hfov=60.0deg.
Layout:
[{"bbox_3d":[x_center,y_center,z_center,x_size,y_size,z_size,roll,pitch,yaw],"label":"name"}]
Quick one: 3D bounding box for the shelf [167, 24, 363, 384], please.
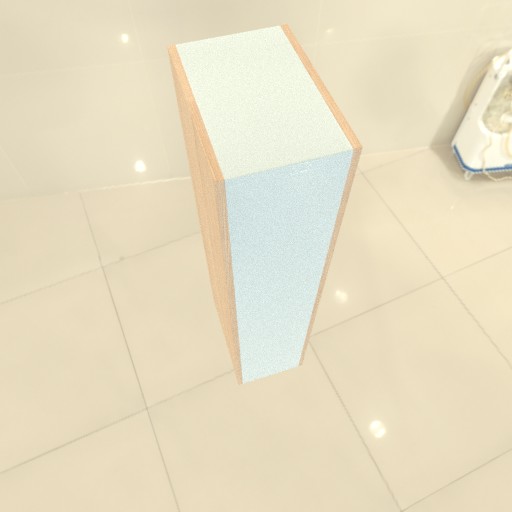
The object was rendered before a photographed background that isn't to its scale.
[{"bbox_3d":[0.000,0.000,1.000,0.197,0.882,0.290,-15,59,-9],"label":"shelf"}]
